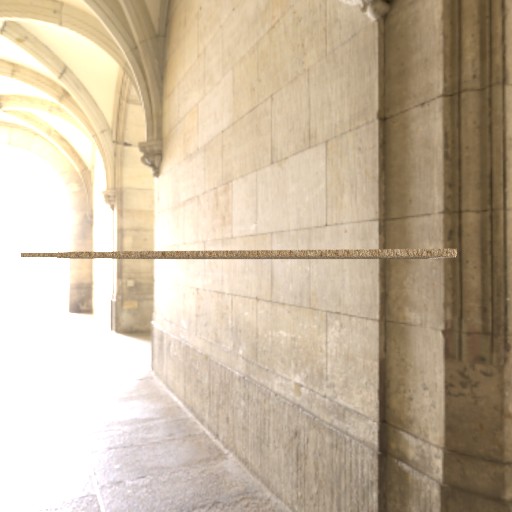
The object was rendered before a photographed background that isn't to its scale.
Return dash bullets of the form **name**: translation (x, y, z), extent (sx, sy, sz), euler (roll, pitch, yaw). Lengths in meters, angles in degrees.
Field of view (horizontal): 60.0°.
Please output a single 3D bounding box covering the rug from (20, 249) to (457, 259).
- **rug**: translation (0.000, 0.000, 2.080), extent (1.600, 0.025, 1.199), euler (0, -1, 18)
